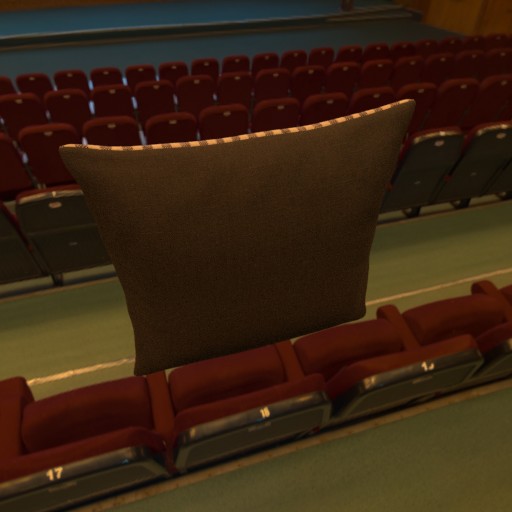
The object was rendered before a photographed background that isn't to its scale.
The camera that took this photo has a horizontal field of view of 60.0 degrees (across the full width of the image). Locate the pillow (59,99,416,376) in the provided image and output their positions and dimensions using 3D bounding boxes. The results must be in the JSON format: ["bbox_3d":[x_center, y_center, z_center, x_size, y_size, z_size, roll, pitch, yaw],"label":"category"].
[{"bbox_3d":[0.000,0.000,0.783,0.523,0.506,0.166,-12,42,-13],"label":"pillow"}]
